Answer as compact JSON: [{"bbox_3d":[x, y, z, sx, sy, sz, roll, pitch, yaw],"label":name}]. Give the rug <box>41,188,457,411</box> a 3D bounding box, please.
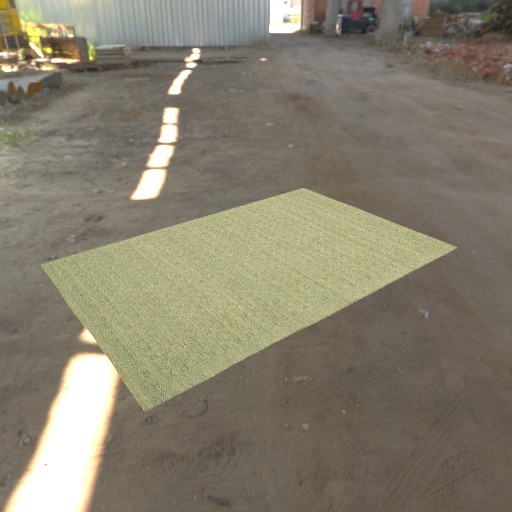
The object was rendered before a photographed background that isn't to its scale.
[{"bbox_3d":[0.000,0.000,2.211,1.747,0.006,1.143,-21,35,-33],"label":"rug"}]
